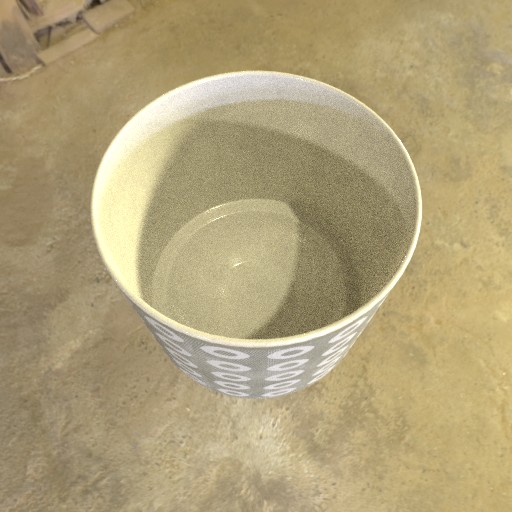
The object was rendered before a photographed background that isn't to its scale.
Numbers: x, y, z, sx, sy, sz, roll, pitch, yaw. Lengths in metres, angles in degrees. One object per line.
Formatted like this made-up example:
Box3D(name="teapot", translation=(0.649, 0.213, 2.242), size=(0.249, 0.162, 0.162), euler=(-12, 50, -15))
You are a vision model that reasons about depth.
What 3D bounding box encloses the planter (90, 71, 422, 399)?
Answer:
Box3D(name="planter", translation=(0.000, 0.000, 0.443), size=(0.250, 0.239, 0.250), euler=(0, 63, 0))
